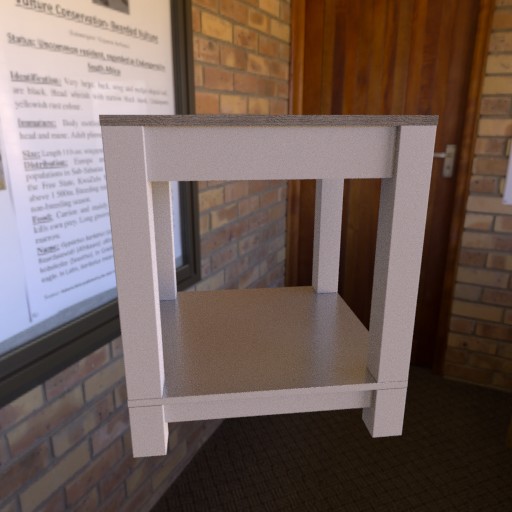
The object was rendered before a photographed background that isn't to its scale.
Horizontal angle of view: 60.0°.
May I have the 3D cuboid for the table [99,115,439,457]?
[{"bbox_3d":[0.000,0.000,0.978,0.506,0.587,0.504,-2,17,-7],"label":"table"}]
